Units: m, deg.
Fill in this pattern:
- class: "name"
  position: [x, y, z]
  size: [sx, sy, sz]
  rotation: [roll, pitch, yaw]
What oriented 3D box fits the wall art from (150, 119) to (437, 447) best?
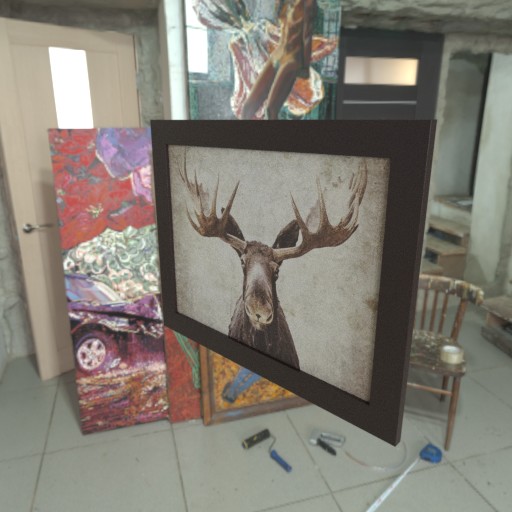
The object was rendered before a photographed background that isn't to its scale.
- class: "wall art"
  position: [0.000, 0.000, 1.620]
  size: [1.207, 0.952, 0.034]
  rotation: [16, 23, 41]
